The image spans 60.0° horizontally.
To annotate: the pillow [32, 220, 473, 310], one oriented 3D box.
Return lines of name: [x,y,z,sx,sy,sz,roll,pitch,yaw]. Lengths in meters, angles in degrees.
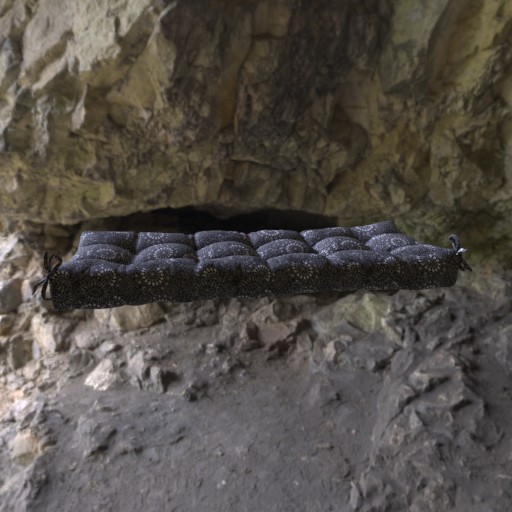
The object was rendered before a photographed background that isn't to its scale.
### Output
pillow: [0.000,0.000,1.353,1.194,0.174,0.511,-3,16,-9]
